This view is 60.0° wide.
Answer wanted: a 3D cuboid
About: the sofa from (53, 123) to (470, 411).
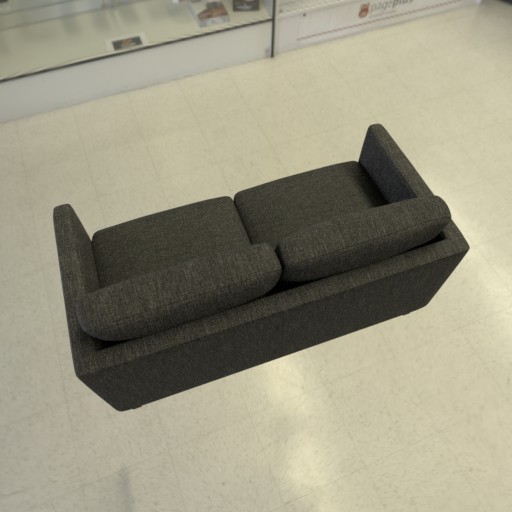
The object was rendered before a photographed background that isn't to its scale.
[{"bbox_3d":[0.000,0.000,2.398,1.884,0.963,0.950,-17,60,-10],"label":"sofa"}]
